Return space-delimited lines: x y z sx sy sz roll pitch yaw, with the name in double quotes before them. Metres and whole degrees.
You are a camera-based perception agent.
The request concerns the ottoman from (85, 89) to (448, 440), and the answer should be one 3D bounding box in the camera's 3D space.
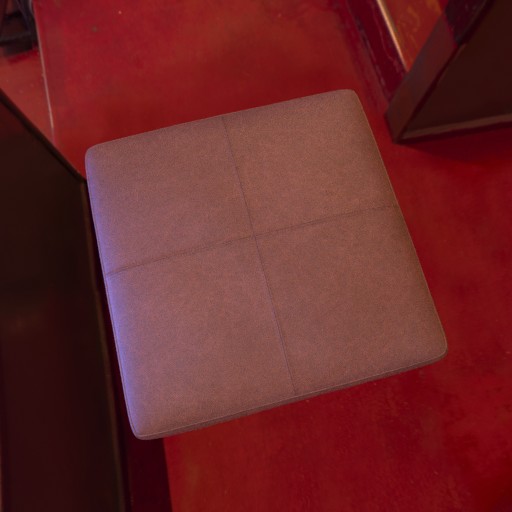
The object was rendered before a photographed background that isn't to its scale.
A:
"ottoman" 0.000 0.000 1.817 1.168 0.490 1.168 -14 76 -4
